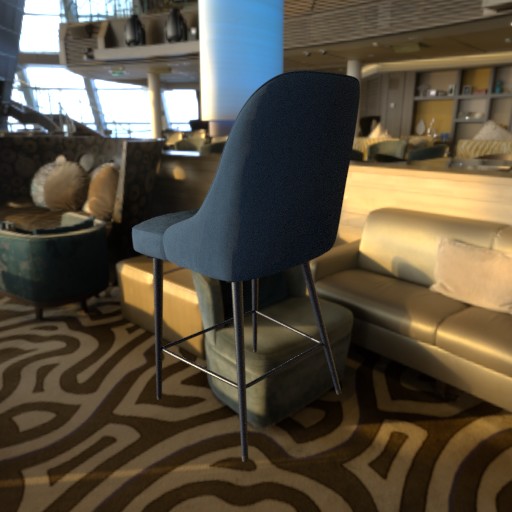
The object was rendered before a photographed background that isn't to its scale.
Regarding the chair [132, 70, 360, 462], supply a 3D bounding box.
[{"bbox_3d":[0.000,0.000,1.255,0.489,0.927,0.526,16,23,43],"label":"chair"}]
